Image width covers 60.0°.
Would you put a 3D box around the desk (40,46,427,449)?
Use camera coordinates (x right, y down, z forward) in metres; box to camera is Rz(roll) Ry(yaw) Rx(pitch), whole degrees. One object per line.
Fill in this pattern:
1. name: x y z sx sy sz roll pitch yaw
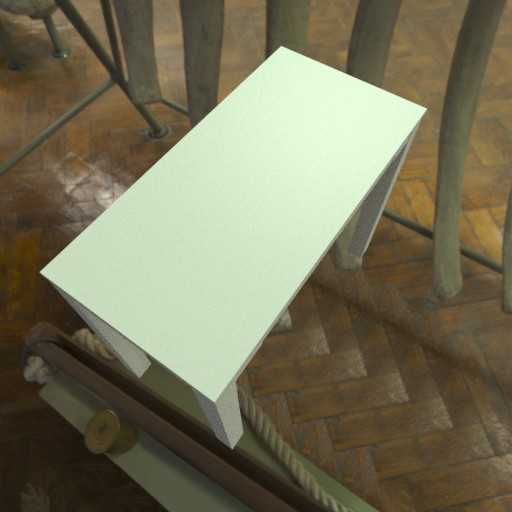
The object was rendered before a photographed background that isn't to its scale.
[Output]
1. desk: 0.000 0.000 1.459 0.497 0.762 0.990 31 65 17
